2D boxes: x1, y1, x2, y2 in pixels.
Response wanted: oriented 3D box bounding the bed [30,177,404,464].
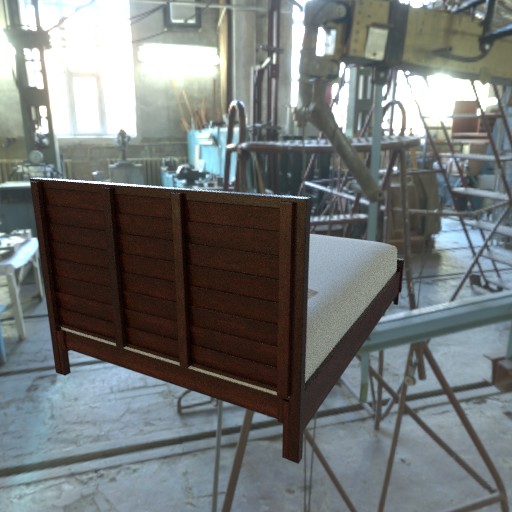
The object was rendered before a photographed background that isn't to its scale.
[{"bbox_3d":[0.000,0.000,3.906,2.040,1.492,2.803,8,18,28],"label":"bed"}]
